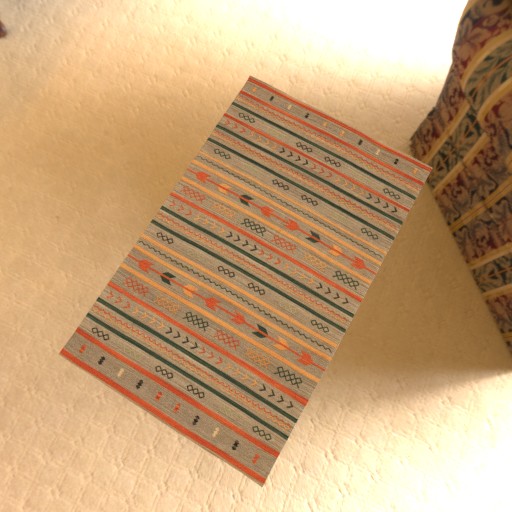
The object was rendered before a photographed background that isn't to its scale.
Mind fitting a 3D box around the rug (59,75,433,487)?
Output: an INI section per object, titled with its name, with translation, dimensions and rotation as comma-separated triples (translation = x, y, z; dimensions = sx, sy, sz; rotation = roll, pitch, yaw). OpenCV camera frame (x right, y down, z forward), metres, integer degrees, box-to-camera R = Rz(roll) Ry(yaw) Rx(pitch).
[rug]
translation = 0.000, 0.000, 3.035
dimensions = 1.537, 0.029, 2.439
rotation = 30, 77, 8
